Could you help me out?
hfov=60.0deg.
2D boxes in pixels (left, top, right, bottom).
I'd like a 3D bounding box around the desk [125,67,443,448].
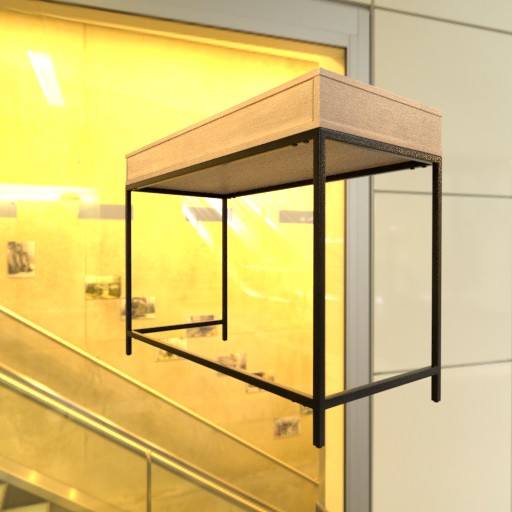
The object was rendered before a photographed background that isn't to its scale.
[{"bbox_3d":[0.000,0.000,1.426,0.470,0.762,1.016,-1,1,-38],"label":"desk"}]
